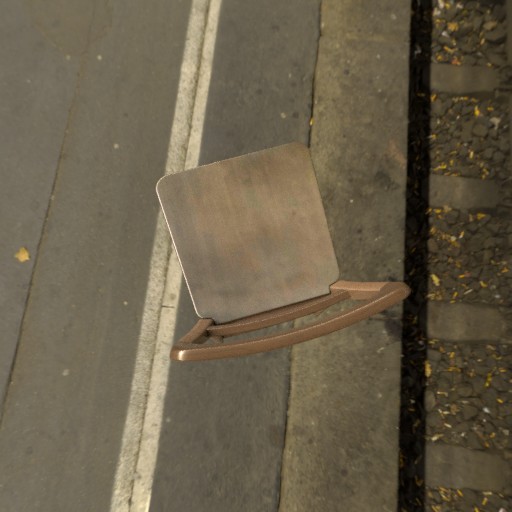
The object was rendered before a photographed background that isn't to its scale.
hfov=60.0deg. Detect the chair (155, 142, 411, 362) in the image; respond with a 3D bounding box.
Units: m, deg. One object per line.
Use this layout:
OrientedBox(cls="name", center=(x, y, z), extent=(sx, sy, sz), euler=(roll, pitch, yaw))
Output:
OrientedBox(cls="chair", center=(0.000, 0.000, 1.287), extent=(0.450, 0.991, 0.546), euler=(-15, 78, -3))
